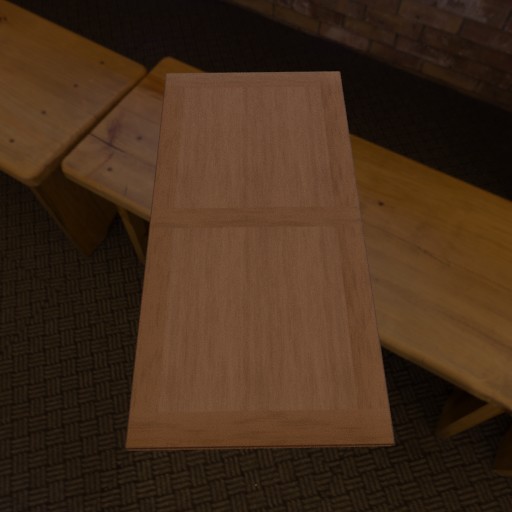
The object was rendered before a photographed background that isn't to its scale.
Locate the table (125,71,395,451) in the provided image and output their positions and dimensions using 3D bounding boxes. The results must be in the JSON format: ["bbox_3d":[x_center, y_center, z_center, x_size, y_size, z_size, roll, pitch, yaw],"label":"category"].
[{"bbox_3d":[0.000,0.000,2.427,1.000,0.762,1.982,-1,63,0],"label":"table"}]
